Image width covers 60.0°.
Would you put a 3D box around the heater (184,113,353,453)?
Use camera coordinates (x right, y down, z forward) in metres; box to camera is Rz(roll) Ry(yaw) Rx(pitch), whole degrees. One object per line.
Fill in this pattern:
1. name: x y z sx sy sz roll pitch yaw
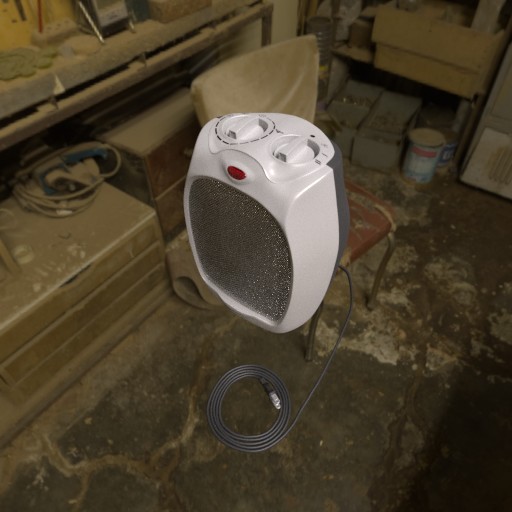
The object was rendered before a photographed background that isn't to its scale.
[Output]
1. heater: 0.000 0.000 0.485 0.239 0.240 0.291 30 54 25
